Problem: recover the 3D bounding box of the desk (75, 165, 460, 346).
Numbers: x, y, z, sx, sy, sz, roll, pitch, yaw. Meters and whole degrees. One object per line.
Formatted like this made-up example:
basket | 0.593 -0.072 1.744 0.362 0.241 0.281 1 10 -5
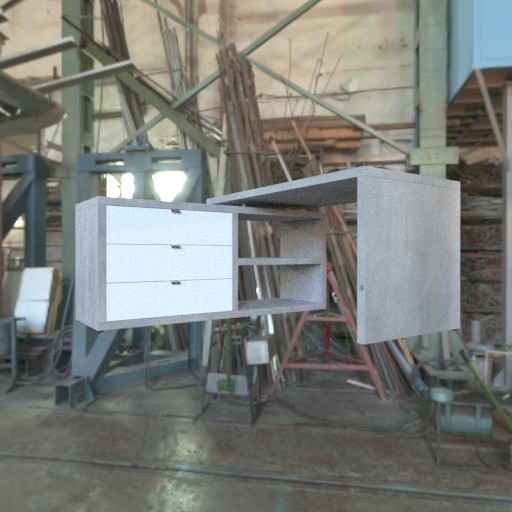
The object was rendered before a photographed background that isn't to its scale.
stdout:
desk | 0.000 0.000 2.349 1.500 0.740 1.400 0 0 -35
